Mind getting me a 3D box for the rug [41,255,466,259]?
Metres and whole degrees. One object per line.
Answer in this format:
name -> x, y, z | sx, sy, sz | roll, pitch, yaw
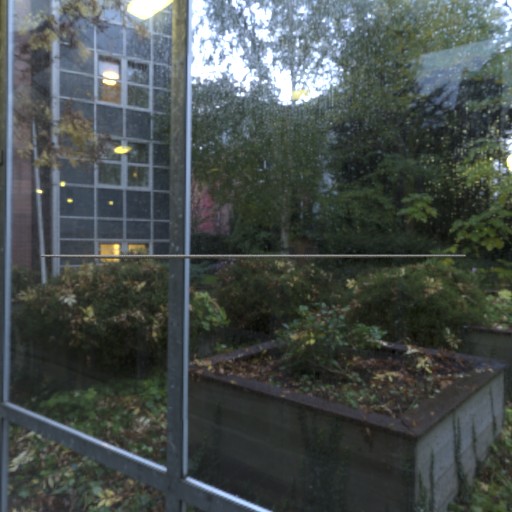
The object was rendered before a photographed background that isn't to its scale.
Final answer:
rug -> 0.000, 0.000, 2.841 | 2.294, 0.014, 1.528 | 0, 0, -35
